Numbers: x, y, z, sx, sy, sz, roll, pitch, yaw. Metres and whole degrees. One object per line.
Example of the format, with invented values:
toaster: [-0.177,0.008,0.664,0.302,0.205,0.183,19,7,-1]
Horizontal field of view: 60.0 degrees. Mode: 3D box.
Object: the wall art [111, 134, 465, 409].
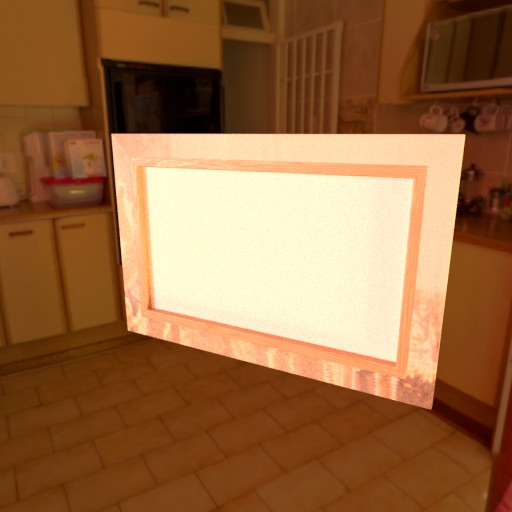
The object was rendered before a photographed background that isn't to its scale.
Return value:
wall art: [0.000,0.000,1.908,1.525,1.012,0.038,8,17,26]
